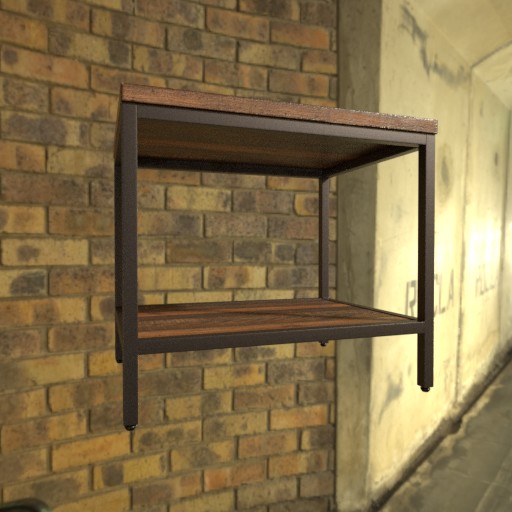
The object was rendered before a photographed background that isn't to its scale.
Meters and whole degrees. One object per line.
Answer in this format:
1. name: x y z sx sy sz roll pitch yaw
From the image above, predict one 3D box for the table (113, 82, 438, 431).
1. table: 0.000 0.000 1.129 0.678 0.612 0.524 0 1 -19
